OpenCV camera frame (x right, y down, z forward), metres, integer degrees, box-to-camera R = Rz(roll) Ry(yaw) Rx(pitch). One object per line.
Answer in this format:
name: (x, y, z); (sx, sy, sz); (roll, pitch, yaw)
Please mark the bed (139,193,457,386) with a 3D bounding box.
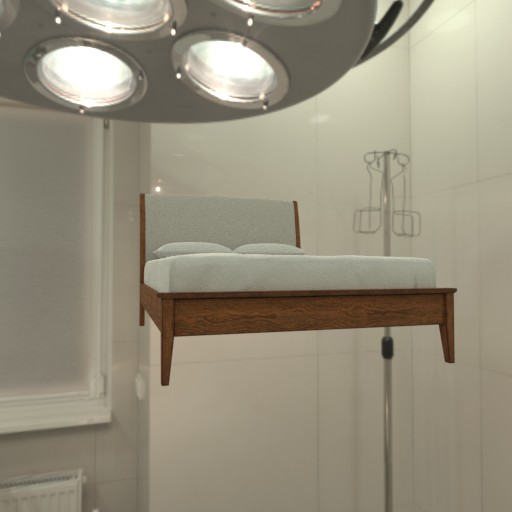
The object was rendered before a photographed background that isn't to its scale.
bed: (0.000, 0.000, 3.055); (1.502, 1.135, 2.108); (0, -2, -17)
